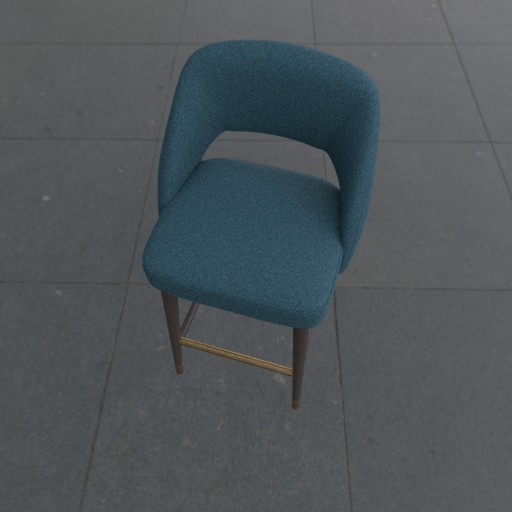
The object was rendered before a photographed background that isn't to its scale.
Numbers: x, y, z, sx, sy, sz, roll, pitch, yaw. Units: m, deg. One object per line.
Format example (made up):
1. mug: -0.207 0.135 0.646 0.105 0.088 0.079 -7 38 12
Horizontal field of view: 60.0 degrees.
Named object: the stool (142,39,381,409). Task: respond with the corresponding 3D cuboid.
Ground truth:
1. stool: 0.000 0.000 1.294 0.536 1.032 0.522 14 58 9
